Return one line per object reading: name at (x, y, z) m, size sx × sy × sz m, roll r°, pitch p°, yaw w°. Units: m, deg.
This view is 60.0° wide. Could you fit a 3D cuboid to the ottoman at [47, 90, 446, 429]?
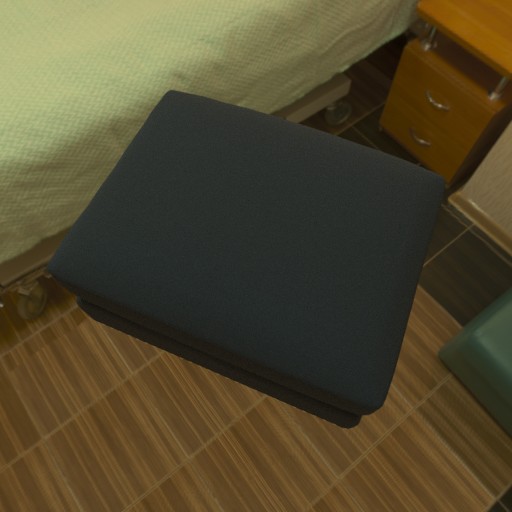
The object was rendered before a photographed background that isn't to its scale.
ottoman at (0.000, 0.000, 1.137) m, size 0.741 × 0.513 × 0.584 m, roll 21°, pitch 66°, yaw 10°
